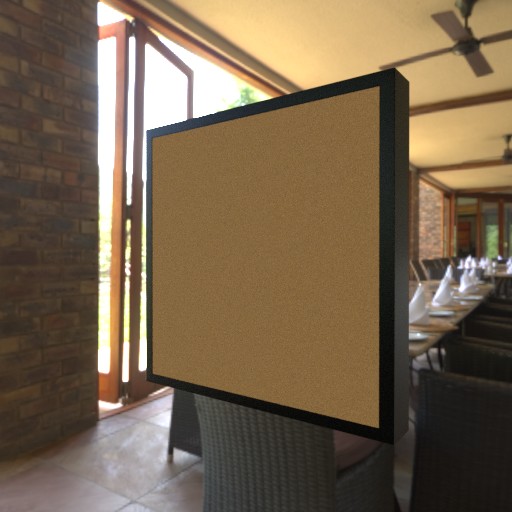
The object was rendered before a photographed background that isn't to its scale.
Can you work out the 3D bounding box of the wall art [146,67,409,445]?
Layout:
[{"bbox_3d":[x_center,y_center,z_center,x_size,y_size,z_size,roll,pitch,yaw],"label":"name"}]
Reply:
[{"bbox_3d":[0.000,0.000,0.454,0.299,0.299,0.037,0,0,36],"label":"wall art"}]
